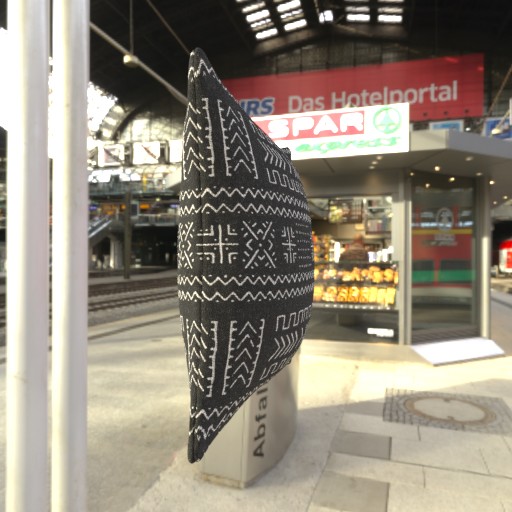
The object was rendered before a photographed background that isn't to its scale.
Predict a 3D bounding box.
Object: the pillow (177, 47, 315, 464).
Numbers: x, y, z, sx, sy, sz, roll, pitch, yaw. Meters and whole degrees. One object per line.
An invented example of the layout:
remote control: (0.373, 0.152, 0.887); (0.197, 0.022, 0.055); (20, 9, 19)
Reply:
pillow: (0.000, 0.000, 0.661); (0.164, 0.430, 0.438); (0, 0, 17)
